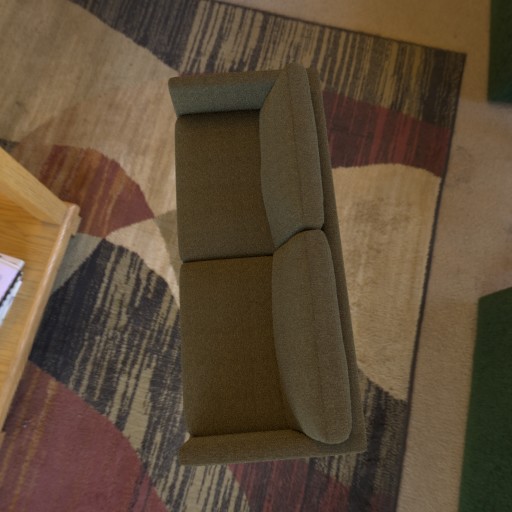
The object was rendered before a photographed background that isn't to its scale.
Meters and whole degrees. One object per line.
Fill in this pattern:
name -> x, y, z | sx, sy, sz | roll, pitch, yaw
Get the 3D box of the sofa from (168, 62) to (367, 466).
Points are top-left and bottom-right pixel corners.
sofa -> 0.000, 0.000, 2.678 | 0.948, 0.965, 2.208 | -4, 75, -1
